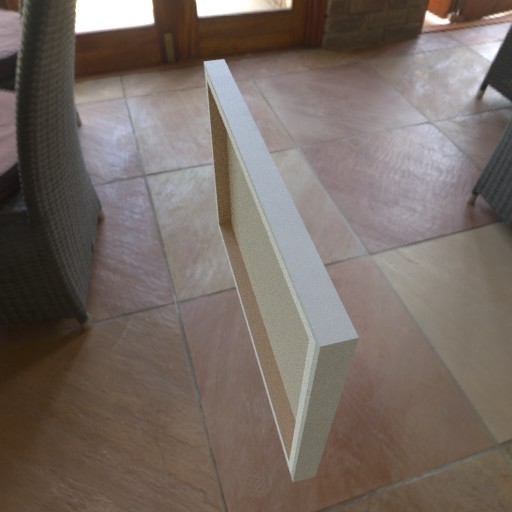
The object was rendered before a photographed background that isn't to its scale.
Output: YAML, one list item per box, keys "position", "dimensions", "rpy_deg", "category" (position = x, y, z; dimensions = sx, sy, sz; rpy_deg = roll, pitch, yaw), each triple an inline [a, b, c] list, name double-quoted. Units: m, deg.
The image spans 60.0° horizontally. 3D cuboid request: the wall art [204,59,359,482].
- position: [0.000, 0.000, 0.753]
  dimensions: [0.038, 0.407, 0.609]
  rpy_deg: [-11, 48, -10]
  category: "wall art"
